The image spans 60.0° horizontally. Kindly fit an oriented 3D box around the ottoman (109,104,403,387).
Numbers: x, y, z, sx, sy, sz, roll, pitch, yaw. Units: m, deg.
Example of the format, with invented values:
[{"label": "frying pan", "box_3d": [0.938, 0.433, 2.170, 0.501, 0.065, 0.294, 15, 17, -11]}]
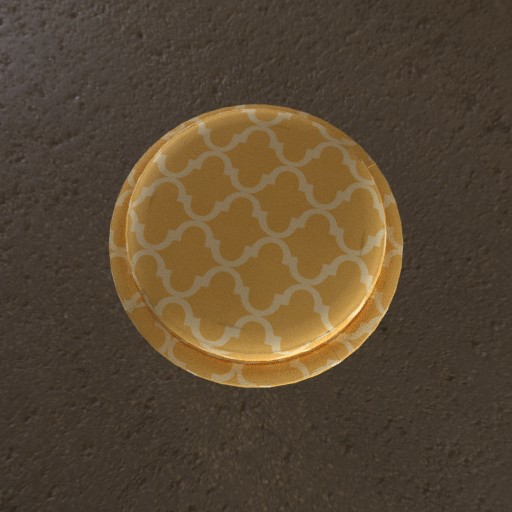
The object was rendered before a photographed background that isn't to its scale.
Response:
[{"label": "ottoman", "box_3d": [0.000, 0.000, 0.849, 0.480, 0.429, 0.480, 0, 76, 0]}]
